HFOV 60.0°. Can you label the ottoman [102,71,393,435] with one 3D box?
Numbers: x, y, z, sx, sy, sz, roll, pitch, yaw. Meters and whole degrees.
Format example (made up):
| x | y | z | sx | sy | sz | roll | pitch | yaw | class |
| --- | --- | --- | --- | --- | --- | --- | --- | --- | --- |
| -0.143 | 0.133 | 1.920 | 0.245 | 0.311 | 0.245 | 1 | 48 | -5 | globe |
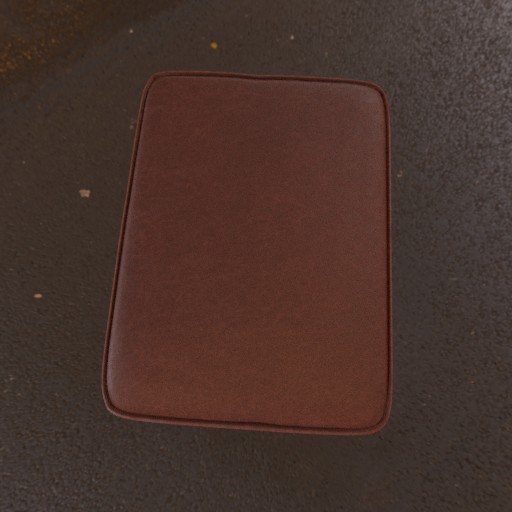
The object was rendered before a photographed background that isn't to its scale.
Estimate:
| x | y | z | sx | sy | sz | roll | pitch | yaw | class |
| --- | --- | --- | --- | --- | --- | --- | --- | --- | --- |
| 0.000 | 0.000 | 1.068 | 0.548 | 0.449 | 0.749 | 3 | 76 | 1 | ottoman |
